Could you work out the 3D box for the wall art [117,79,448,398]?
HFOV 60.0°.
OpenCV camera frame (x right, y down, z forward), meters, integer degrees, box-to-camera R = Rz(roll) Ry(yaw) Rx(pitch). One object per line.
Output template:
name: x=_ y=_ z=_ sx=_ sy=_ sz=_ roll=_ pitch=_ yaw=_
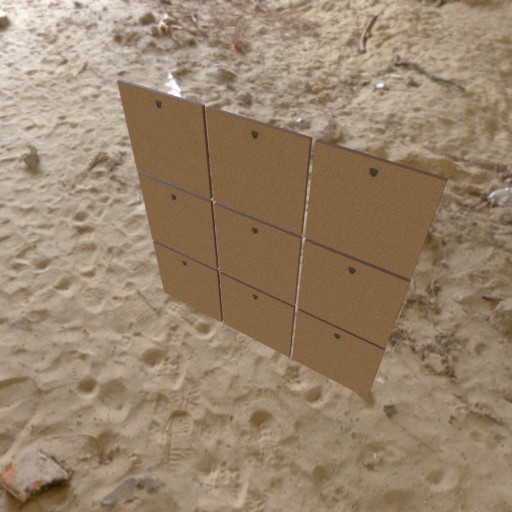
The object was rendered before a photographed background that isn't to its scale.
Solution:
wall art: x=0.000 y=0.000 z=1.862 sx=1.221 sy=1.218 sz=0.024 roll=24 pitch=49 yaw=22
